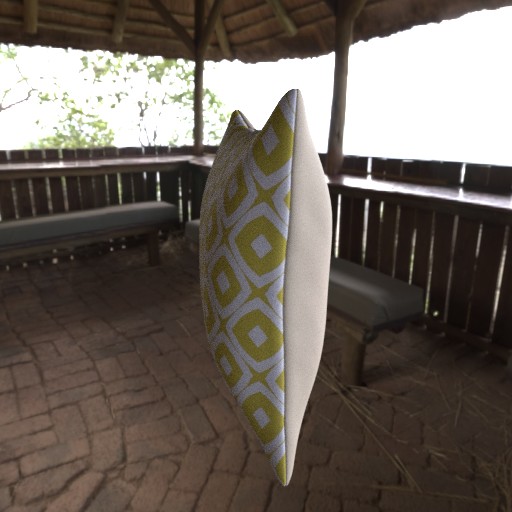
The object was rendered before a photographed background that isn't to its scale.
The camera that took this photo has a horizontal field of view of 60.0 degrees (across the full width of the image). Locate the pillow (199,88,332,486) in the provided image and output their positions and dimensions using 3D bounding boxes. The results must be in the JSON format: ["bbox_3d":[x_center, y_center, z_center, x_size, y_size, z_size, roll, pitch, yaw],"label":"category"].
[{"bbox_3d":[0.000,0.000,0.750,0.188,0.494,0.504,-3,16,-9],"label":"pillow"}]
